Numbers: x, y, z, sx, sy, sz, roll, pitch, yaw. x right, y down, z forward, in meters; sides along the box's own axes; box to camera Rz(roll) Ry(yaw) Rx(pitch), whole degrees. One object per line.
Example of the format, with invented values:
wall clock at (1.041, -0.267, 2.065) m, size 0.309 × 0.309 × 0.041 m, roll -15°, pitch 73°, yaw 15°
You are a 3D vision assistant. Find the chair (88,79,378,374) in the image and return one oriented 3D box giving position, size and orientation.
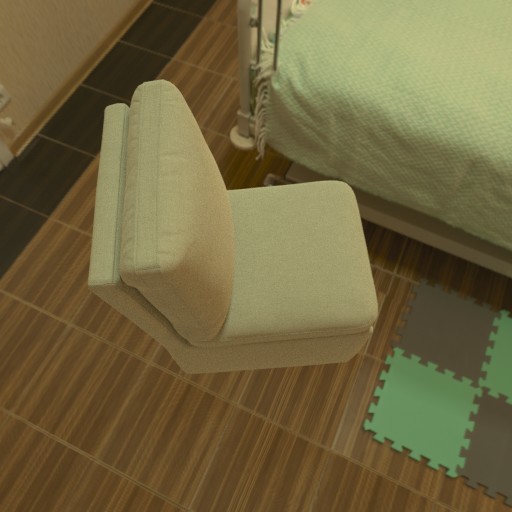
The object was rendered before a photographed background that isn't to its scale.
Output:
chair at (0.000, 0.000, 1.316) m, size 0.698 × 0.927 × 0.503 m, roll -4°, pitch 64°, yaw -2°
